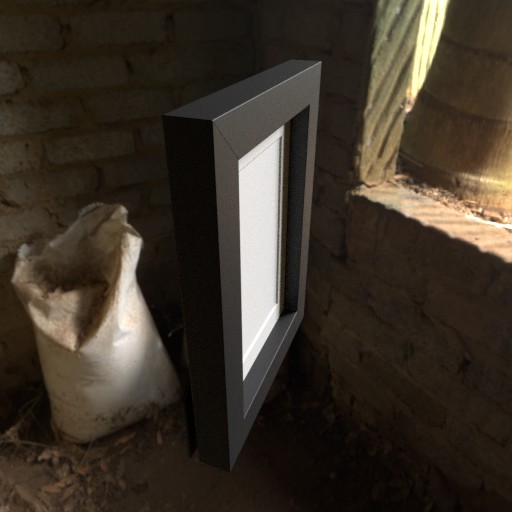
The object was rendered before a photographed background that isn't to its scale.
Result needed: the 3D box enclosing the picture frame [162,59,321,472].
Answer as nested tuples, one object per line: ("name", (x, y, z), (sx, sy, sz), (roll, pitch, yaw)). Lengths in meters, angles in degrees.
("picture frame", (0.000, 0.000, 0.278), (0.028, 0.208, 0.157), (11, 33, 18))
